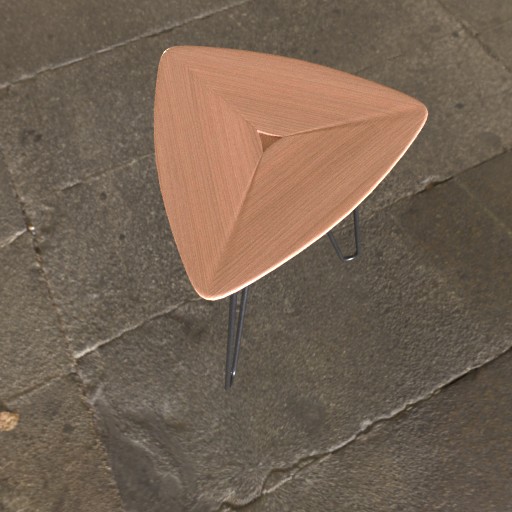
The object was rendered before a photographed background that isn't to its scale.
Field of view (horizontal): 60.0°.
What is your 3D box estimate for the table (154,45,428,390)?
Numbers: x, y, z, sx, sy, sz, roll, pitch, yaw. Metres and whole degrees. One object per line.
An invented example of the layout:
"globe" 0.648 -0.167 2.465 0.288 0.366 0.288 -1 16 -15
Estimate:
"table" 0.000 0.000 0.875 0.442 0.564 0.455 16 65 8
